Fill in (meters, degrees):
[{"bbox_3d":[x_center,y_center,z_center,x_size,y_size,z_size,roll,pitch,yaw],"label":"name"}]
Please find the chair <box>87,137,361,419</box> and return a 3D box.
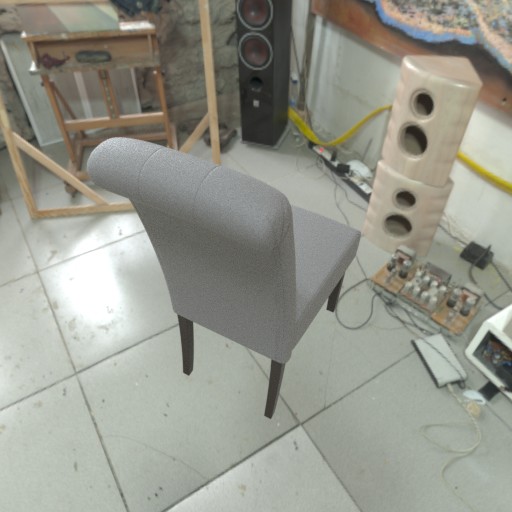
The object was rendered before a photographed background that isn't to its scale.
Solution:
[{"bbox_3d":[0.000,0.000,1.323,0.456,1.006,0.671,22,50,19],"label":"chair"}]
